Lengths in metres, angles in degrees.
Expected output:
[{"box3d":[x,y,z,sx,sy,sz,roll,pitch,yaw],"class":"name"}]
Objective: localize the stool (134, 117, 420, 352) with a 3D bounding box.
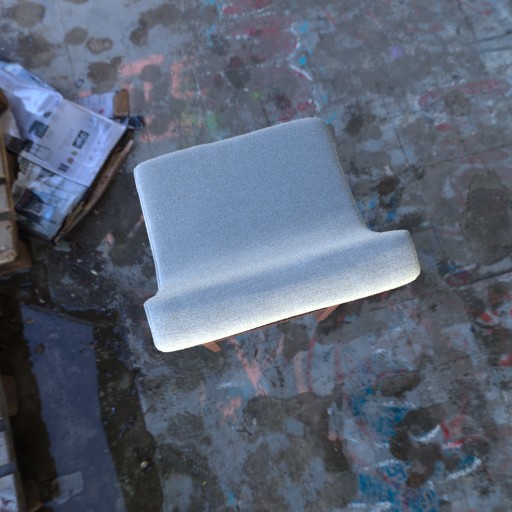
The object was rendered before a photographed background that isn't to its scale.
[{"box3d":[0.000,0.000,1.328,0.511,1.037,0.500,-16,76,-4],"class":"stool"}]
